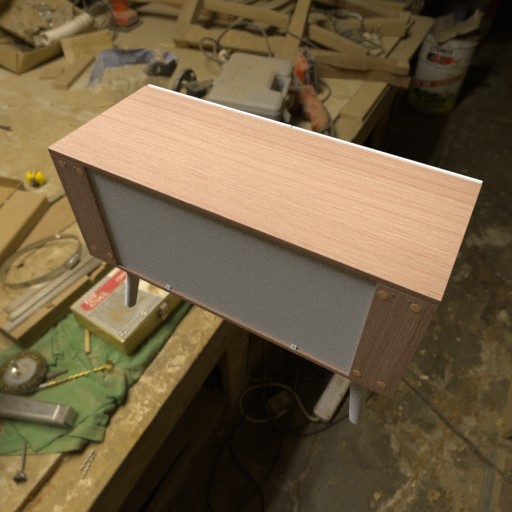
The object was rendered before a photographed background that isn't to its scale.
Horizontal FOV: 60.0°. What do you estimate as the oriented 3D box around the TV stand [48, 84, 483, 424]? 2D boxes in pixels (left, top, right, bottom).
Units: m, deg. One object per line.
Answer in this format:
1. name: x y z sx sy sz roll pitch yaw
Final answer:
1. TV stand: 0.000 0.000 1.322 0.991 0.660 0.407 22 51 20
